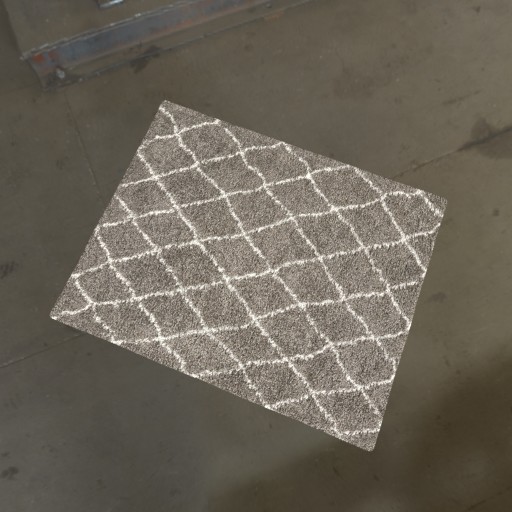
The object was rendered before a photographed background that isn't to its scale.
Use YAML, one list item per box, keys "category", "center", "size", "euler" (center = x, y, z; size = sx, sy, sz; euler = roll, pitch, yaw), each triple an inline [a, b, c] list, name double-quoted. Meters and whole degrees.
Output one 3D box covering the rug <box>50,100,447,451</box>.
- category: "rug"
  center: [0.000, 0.000, 4.147]
  size: [3.047, 0.029, 2.438]
  euler: [21, 75, 6]
